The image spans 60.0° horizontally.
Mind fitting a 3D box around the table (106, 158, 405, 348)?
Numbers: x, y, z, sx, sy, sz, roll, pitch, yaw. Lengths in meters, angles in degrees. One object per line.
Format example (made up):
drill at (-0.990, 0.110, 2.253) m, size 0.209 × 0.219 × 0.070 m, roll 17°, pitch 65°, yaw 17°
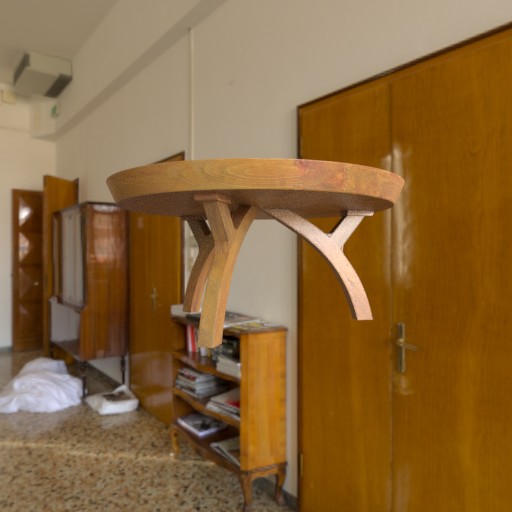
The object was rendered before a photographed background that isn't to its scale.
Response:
table at (0.000, 0.000, 1.559) m, size 1.016 × 0.470 × 1.016 m, roll 0°, pitch 0°, yaw 0°
